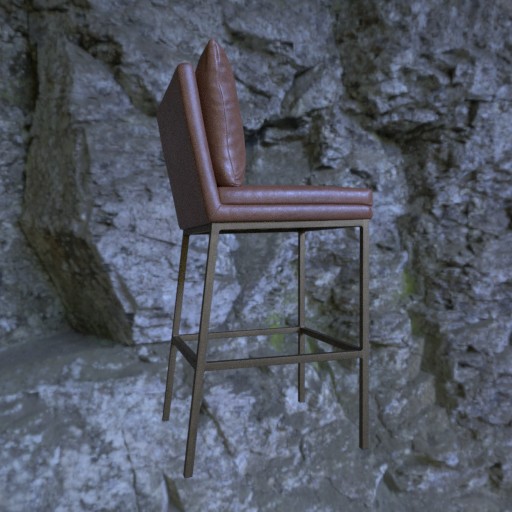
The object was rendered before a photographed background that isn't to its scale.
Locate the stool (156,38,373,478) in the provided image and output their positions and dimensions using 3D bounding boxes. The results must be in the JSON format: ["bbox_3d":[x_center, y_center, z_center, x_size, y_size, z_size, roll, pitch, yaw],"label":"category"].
[{"bbox_3d":[0.000,0.000,1.407,0.571,1.124,0.463,0,1,-20],"label":"stool"}]
